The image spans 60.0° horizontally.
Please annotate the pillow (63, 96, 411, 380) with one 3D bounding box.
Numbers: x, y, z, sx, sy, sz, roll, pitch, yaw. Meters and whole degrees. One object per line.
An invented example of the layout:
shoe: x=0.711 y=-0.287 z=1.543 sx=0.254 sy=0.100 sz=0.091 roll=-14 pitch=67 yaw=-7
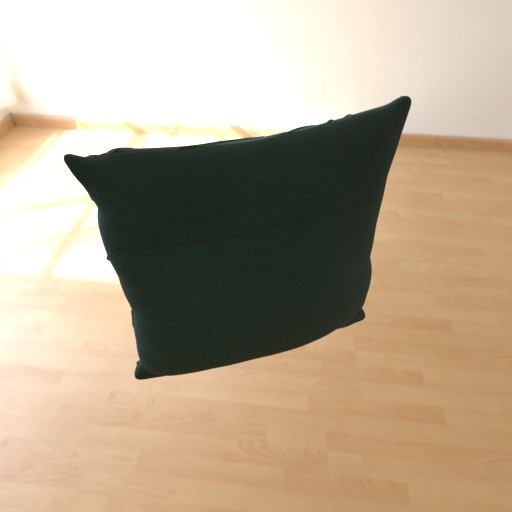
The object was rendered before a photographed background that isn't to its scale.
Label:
pillow: x=0.000 y=0.000 z=0.669 sx=0.439 sy=0.440 sz=0.184 roll=-13 pitch=44 yaw=-14
